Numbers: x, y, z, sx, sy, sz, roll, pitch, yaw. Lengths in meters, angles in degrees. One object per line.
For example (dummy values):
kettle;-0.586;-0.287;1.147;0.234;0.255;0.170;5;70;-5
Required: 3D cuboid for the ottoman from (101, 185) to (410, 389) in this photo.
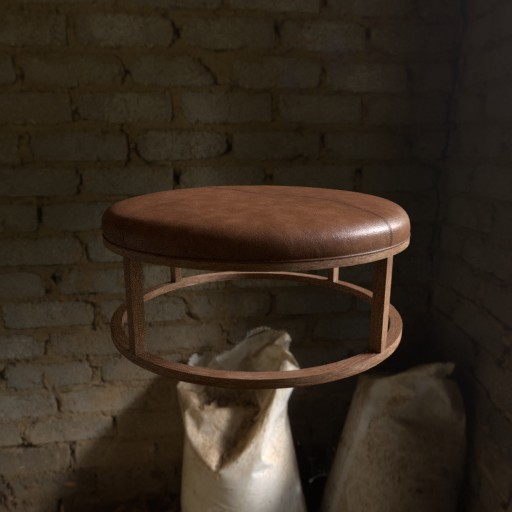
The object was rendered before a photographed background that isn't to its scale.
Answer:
ottoman;0.000;0.000;1.541;1.006;0.445;1.006;0;14;0
